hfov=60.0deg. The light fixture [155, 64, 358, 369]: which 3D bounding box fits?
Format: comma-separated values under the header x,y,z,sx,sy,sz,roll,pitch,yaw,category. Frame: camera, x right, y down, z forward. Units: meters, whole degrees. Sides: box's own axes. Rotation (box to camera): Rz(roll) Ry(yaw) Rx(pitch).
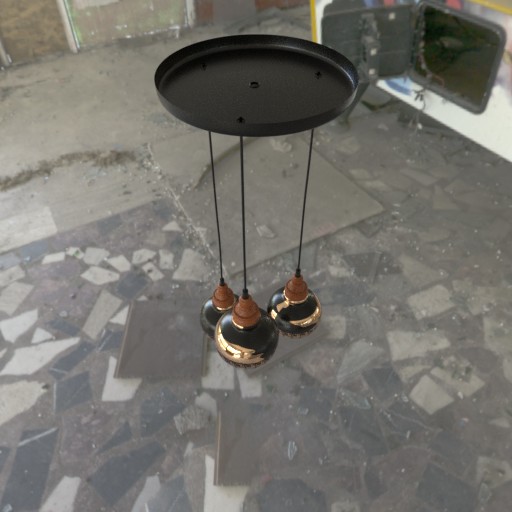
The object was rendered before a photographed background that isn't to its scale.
x,y,z,sx,sy,sz,roll,pitch,yaw,category
0.000,0.000,1.711,0.608,1.410,0.605,4,46,4,light fixture
